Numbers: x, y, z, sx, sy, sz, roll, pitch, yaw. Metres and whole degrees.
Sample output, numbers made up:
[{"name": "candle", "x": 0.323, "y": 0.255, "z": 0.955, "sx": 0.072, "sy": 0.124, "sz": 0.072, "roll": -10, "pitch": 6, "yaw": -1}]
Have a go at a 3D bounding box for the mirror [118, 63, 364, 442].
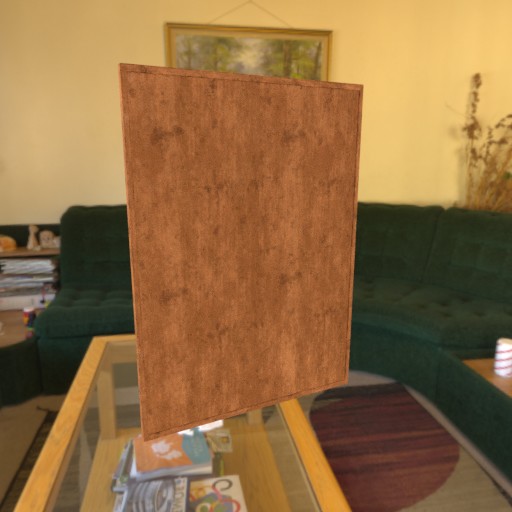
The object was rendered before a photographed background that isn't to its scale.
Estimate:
[{"name": "mirror", "x": 0.000, "y": 0.000, "z": 1.440, "sx": 0.796, "sy": 1.099, "sz": 0.028, "roll": -7, "pitch": 15, "yaw": -26}]
